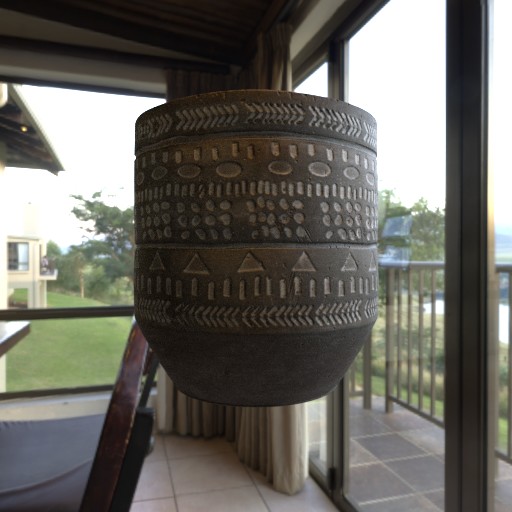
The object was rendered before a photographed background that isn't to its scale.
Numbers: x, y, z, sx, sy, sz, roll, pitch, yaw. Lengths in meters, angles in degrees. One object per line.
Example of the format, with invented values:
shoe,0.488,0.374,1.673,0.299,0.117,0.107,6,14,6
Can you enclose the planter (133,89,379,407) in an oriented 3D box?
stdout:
planter,0.000,0.000,0.266,0.142,0.149,0.142,0,1,0
